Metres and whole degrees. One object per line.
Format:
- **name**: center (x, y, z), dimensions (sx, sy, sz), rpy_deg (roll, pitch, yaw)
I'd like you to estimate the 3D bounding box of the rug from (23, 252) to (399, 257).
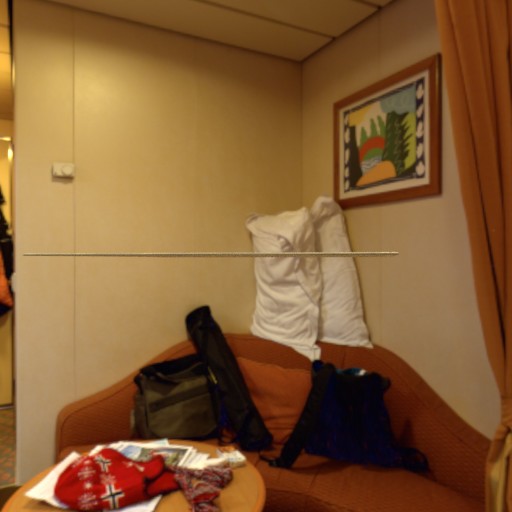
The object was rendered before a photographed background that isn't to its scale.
- **rug**: center (0.000, 0.000, 3.913), dimensions (2.288, 0.018, 2.895), rpy_deg (0, 0, 15)
